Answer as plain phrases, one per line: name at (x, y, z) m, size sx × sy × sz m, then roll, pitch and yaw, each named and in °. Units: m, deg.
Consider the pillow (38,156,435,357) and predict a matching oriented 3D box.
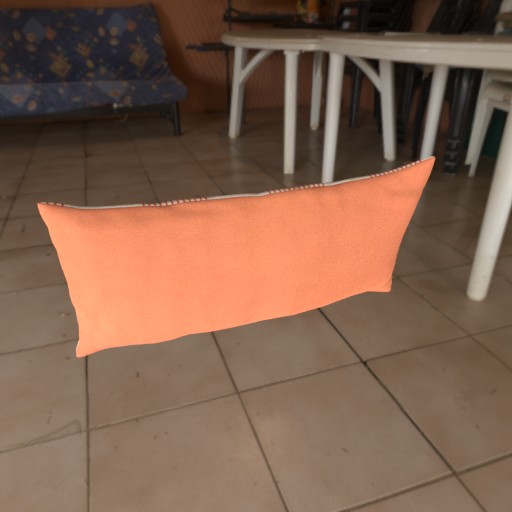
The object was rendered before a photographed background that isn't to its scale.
pillow at (0.000, 0.000, 0.733) m, size 0.608 × 0.292 × 0.156 m, roll -10°, pitch 29°, yaw -18°
